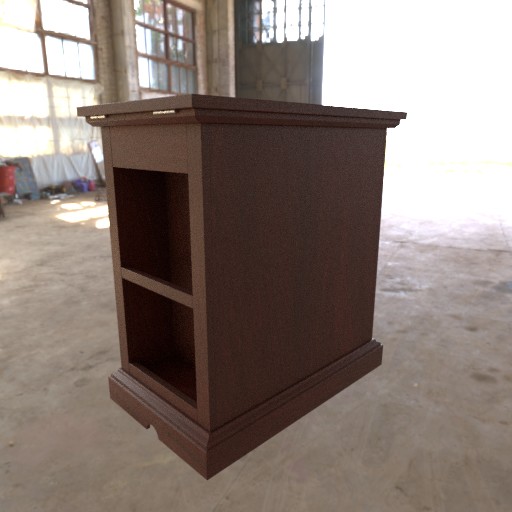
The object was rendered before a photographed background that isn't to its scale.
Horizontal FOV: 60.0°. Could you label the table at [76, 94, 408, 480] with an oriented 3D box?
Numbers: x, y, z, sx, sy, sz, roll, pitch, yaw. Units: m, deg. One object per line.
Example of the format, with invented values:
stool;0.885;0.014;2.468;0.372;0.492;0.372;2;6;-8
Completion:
table;0.000;0.000;0.975;0.584;0.612;0.356;-14;20;-43
